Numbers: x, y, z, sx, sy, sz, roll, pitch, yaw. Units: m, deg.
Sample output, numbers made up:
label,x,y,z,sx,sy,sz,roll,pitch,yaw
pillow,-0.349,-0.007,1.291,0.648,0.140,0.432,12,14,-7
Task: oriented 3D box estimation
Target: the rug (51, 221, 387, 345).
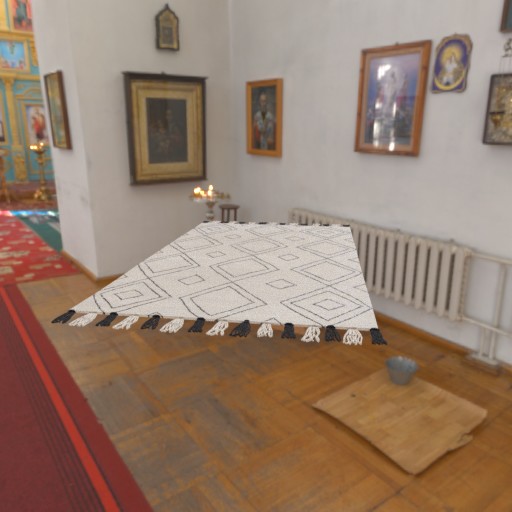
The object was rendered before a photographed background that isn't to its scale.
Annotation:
label,x,y,z,sx,sy,sz,roll,pitch,yaw
rug,0.000,0.000,3.249,1.524,0.021,2.755,2,15,8
